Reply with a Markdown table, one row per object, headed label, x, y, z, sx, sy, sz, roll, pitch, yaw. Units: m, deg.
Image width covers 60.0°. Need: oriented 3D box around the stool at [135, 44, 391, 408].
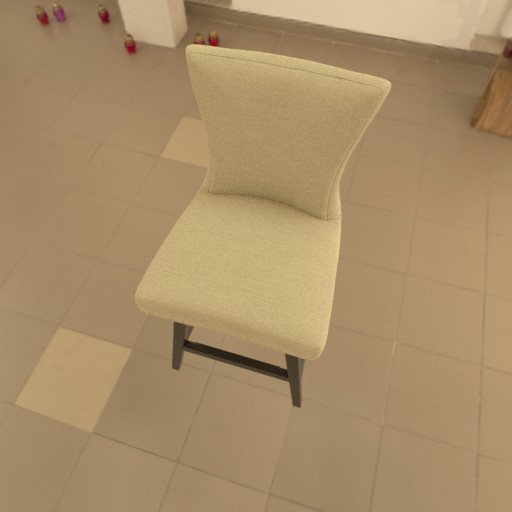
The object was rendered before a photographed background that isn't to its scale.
| label | x | y | z | sx | sy | sz | roll | pitch | yaw |
| --- | --- | --- | --- | --- | --- | --- | --- | --- | --- |
| stool | 0.000 | 0.000 | 1.344 | 0.514 | 1.000 | 0.574 | 14 | 59 | 9 |
